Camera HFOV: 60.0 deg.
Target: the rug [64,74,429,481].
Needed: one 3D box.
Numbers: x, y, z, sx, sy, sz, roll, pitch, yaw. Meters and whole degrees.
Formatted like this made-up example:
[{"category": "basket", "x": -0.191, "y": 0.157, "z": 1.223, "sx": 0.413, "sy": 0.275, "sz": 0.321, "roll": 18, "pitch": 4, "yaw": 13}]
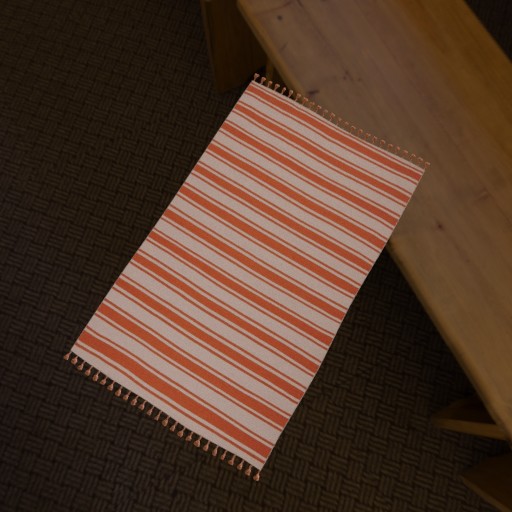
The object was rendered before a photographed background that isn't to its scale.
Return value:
[{"category": "rug", "x": 0.000, "y": 0.000, "z": 2.565, "sx": 1.232, "sy": 0.017, "sz": 2.092, "roll": 30, "pitch": 78, "yaw": 7}]
